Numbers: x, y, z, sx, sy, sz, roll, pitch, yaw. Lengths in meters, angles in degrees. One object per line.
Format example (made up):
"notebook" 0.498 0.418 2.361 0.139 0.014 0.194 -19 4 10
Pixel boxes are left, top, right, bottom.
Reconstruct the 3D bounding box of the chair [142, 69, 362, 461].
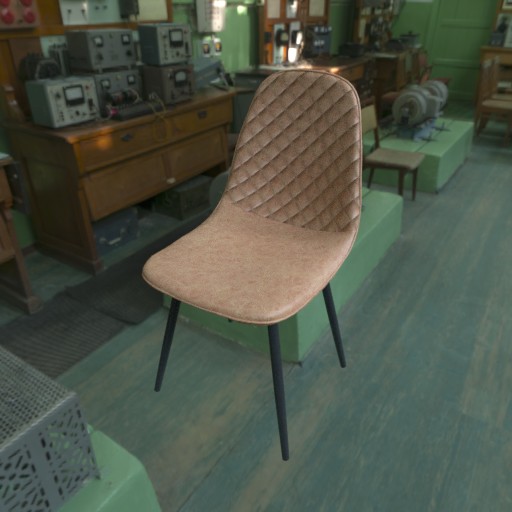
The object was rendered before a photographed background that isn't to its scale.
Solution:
"chair" 0.000 0.000 1.213 0.472 0.889 0.561 17 34 27
